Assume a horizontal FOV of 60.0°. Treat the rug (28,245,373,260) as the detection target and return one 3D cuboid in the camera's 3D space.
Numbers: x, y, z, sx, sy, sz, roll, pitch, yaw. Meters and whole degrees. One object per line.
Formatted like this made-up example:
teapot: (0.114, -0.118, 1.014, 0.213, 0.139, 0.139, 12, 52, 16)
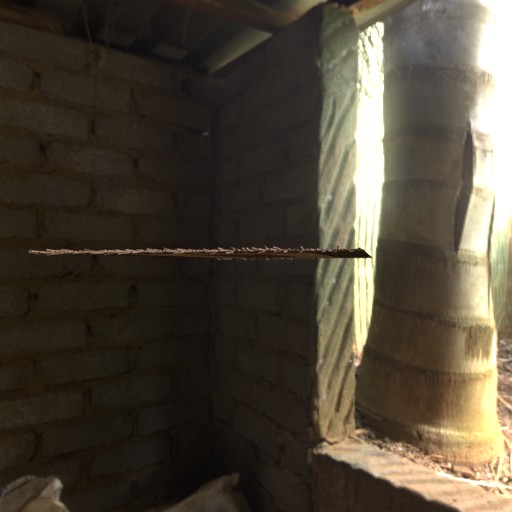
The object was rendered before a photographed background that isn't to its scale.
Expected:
rug: (0.000, 0.000, 2.452, 1.224, 0.027, 2.021, 0, -1, 16)
